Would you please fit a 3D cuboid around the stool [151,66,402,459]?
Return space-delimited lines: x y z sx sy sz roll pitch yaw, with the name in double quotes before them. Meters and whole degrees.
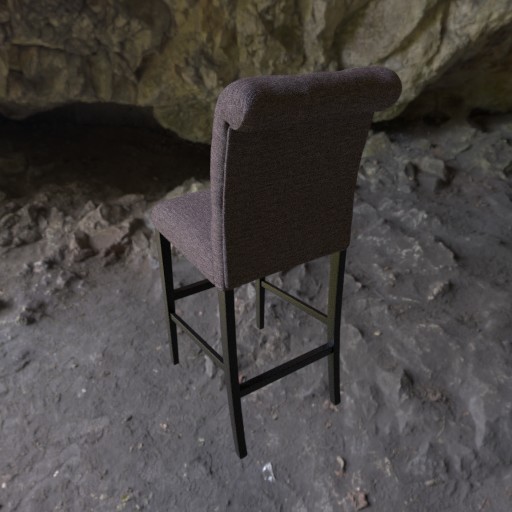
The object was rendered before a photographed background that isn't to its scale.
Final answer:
"stool" 0.000 0.000 1.397 0.452 1.131 0.613 -18 34 -28
